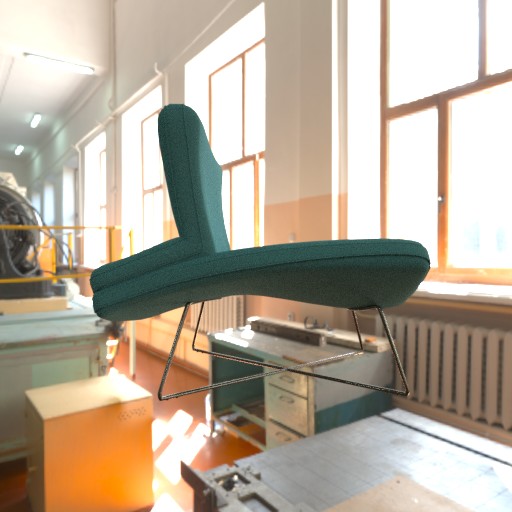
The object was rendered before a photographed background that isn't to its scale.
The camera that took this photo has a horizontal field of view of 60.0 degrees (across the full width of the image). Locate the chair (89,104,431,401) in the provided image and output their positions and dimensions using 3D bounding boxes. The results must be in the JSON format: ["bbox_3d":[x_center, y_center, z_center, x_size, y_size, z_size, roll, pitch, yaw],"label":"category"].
[{"bbox_3d":[0.000,0.000,1.639,1.008,0.855,0.859,0,0,0],"label":"chair"}]
